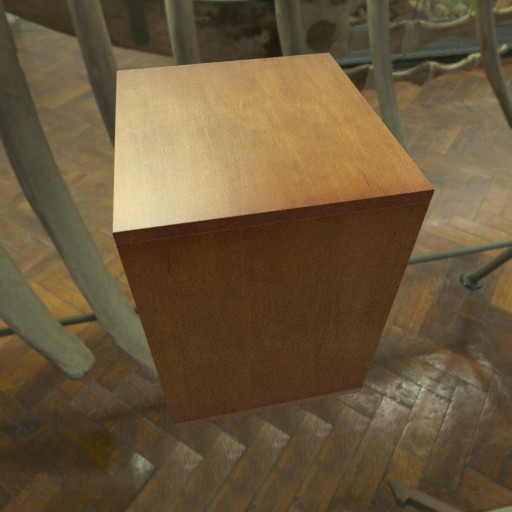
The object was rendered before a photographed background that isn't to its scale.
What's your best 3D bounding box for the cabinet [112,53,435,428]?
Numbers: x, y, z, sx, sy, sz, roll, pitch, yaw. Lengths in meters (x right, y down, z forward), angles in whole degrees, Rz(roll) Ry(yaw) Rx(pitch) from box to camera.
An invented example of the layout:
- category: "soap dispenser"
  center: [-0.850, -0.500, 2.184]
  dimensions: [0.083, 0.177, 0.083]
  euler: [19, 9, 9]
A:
- category: "cabinet"
  center: [0.000, 0.000, 0.854]
  dimensions: [0.401, 0.579, 0.409]
  euler: [-8, 47, -8]
